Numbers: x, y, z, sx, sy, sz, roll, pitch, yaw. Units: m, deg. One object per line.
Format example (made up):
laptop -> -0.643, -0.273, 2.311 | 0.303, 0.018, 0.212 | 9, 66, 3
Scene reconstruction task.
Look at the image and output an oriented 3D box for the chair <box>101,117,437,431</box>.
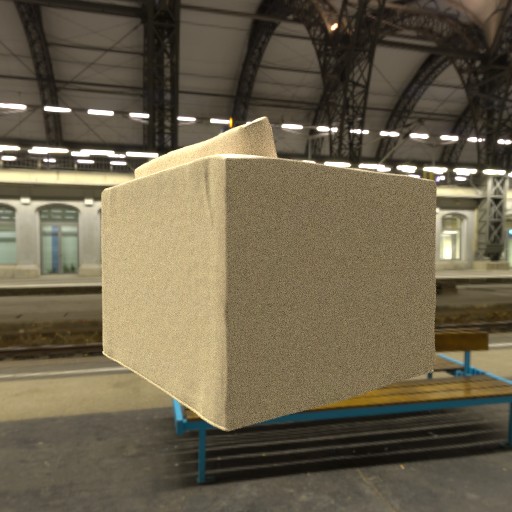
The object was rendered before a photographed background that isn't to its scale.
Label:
chair -> 0.000, 0.000, 1.779 | 0.947, 0.851, 1.057 | -1, 2, -36
